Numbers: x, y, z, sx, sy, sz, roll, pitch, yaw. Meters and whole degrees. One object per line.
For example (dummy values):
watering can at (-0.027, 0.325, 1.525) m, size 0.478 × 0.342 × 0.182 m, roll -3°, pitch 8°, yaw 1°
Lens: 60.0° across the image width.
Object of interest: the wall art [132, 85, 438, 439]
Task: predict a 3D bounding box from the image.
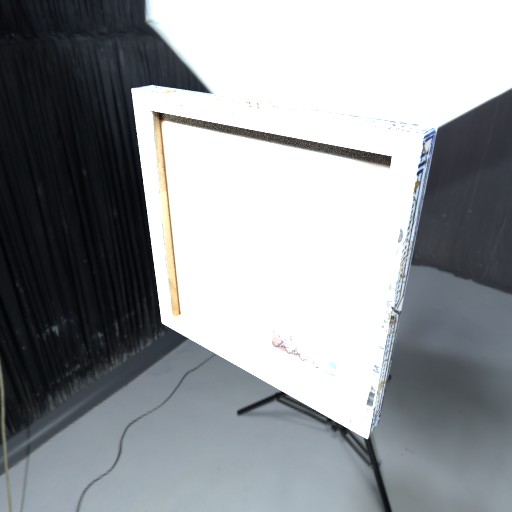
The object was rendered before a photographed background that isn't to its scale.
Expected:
wall art at (0.000, 0.000, 0.620) m, size 0.411 × 0.410 × 0.038 m, roll 21°, pitch 36°, yaw 32°
